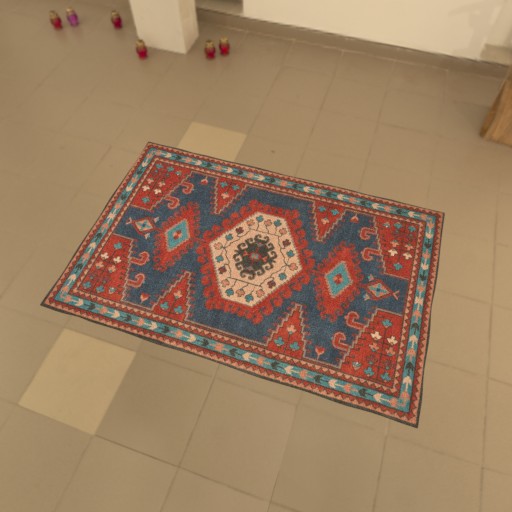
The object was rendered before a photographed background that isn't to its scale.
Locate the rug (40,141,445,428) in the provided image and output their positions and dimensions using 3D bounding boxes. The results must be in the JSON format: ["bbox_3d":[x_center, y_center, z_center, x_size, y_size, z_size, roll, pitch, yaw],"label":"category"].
[{"bbox_3d":[0.000,0.000,2.307,1.820,0.012,1.207,15,58,10],"label":"rug"}]
